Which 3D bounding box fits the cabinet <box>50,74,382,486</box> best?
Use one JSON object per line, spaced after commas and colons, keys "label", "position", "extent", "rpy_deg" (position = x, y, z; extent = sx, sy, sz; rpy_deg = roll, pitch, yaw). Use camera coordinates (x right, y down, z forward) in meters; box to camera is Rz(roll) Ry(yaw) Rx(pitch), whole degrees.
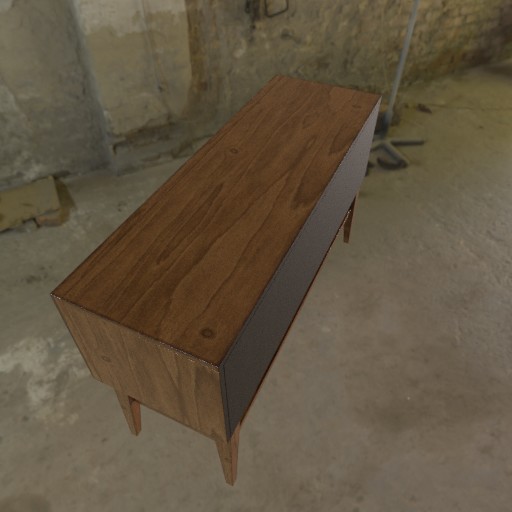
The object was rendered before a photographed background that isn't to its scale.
{"label": "cabinet", "position": [0.000, 0.000, 1.716], "extent": [0.477, 0.802, 1.363], "rpy_deg": [19, 49, 17]}
